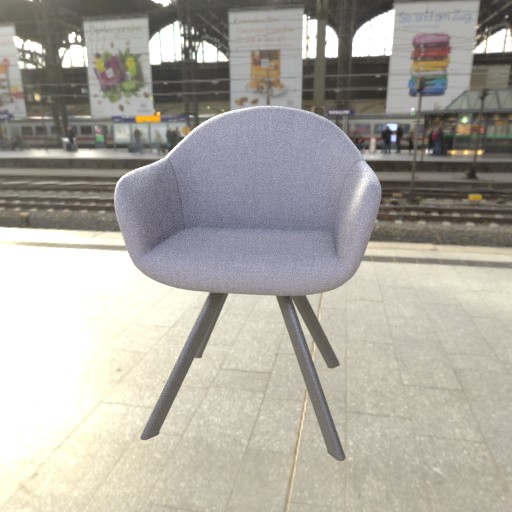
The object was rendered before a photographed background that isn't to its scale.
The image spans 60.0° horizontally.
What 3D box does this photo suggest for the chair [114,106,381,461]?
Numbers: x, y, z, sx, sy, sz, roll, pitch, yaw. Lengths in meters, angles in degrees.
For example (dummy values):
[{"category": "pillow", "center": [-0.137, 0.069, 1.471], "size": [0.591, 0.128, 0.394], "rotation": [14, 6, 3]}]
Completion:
[{"category": "chair", "center": [0.000, 0.000, 1.196], "size": [0.590, 0.795, 0.550], "rotation": [2, 15, 8]}]
